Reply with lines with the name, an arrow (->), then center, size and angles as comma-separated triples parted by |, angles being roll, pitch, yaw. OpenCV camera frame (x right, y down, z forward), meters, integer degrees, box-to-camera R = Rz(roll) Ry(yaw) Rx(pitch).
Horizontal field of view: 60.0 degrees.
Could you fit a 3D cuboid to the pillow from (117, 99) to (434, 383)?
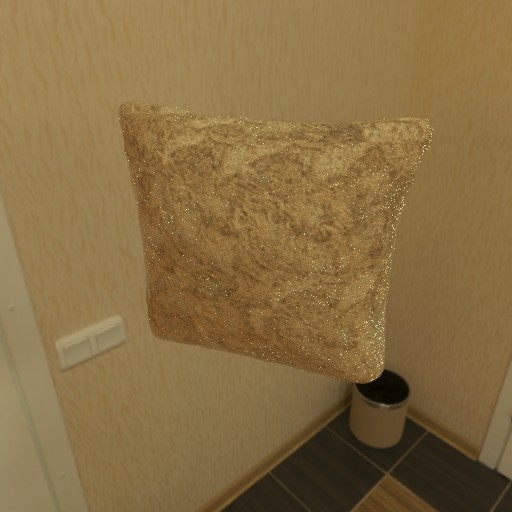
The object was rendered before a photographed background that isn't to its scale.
pillow -> 0.000, 0.000, 0.816 | 0.538, 0.525, 0.216 | 9, 28, 17
